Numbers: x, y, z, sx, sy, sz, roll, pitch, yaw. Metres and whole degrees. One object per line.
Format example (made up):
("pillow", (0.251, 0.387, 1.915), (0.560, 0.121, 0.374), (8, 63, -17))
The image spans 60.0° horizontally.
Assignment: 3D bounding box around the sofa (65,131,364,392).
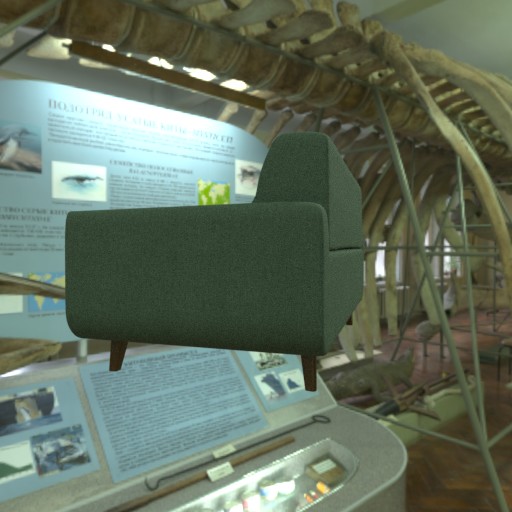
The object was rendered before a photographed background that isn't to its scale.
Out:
("sofa", (0.000, 0.000, 2.148), (0.909, 0.841, 1.631), (0, 1, 18))
